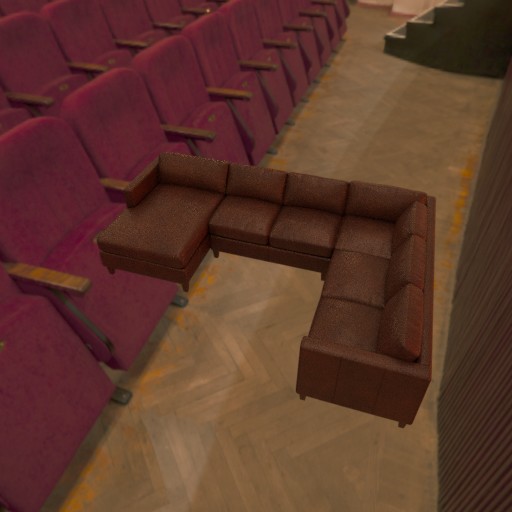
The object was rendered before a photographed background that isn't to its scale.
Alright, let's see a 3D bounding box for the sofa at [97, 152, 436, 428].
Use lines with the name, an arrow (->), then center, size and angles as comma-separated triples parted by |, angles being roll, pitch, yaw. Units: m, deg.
sofa -> 0.000, 0.000, 4.503 | 3.324, 0.891, 2.452 | 12, 41, 14
